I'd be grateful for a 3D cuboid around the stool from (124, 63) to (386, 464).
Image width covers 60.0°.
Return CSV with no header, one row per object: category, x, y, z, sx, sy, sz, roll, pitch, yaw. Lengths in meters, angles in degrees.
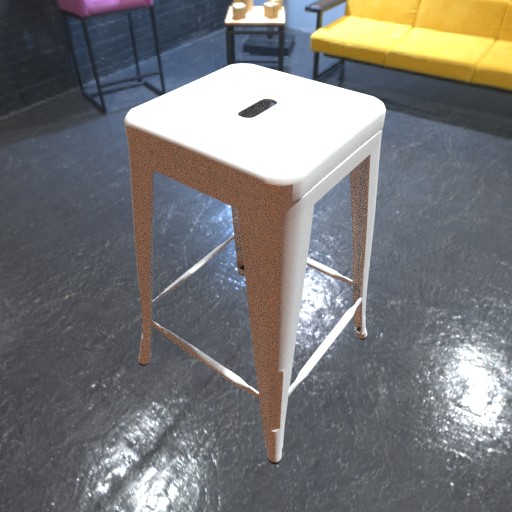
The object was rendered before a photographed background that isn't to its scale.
stool,0.000,0.000,0.879,0.406,0.610,0.406,27,49,26
